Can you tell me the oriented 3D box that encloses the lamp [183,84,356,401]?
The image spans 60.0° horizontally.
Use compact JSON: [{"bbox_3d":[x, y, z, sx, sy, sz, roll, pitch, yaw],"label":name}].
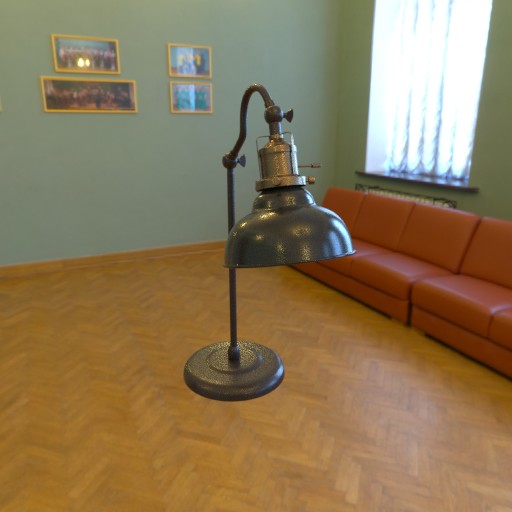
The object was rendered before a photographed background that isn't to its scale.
[{"bbox_3d":[0.000,0.000,0.698,0.192,0.508,0.374,-8,18,-26],"label":"lamp"}]
